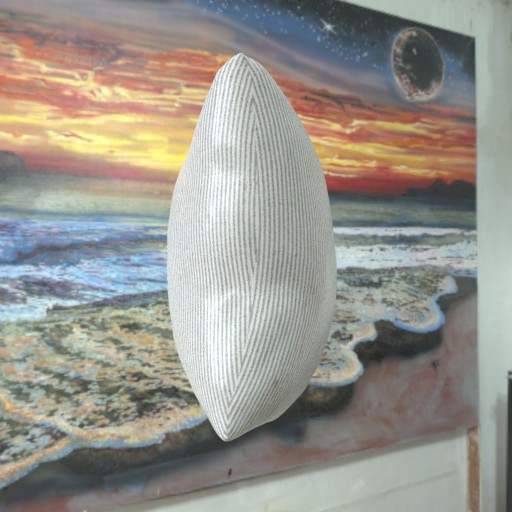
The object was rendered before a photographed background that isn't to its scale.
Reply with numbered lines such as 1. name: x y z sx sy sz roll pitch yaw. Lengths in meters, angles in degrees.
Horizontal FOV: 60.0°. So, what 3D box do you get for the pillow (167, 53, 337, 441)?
1. pillow: 0.000 0.000 0.685 0.310 0.432 0.387 0 0 34
